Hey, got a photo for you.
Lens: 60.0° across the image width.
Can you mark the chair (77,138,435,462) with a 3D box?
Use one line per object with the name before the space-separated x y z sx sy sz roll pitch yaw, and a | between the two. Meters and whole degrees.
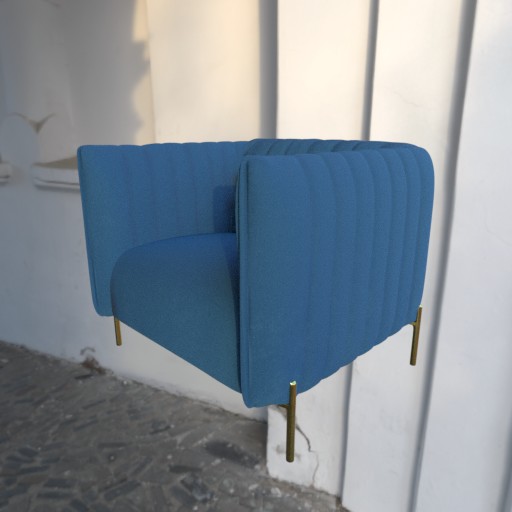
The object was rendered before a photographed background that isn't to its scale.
chair | 0.000 0.000 1.576 0.877 0.793 0.947 -16 23 -43
